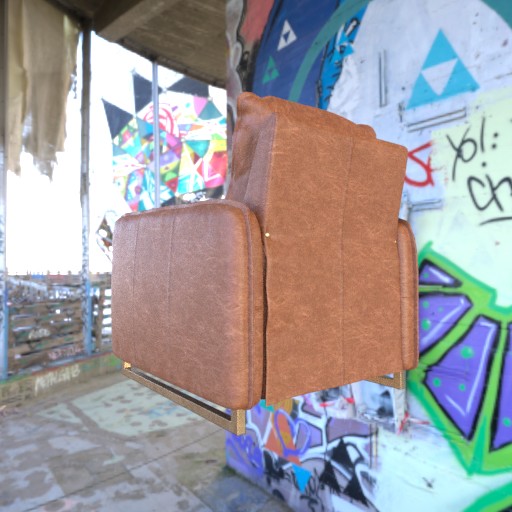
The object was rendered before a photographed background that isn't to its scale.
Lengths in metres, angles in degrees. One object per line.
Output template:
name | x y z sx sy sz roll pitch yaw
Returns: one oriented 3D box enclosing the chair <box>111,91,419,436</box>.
chair | 0.000 0.000 1.640 0.830 0.922 0.922 1 -2 -37
